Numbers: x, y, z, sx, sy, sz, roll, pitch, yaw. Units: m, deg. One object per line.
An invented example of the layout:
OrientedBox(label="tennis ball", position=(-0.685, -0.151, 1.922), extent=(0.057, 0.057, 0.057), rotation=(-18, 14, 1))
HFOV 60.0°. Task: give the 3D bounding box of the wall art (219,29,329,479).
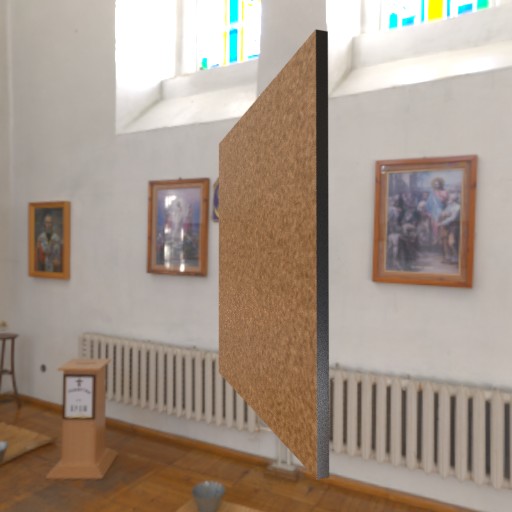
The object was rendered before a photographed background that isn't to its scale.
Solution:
OrientedBox(label="wall art", position=(0.000, 0.000, 0.652), extent=(0.014, 0.445, 0.446), rotation=(0, -1, -17))
